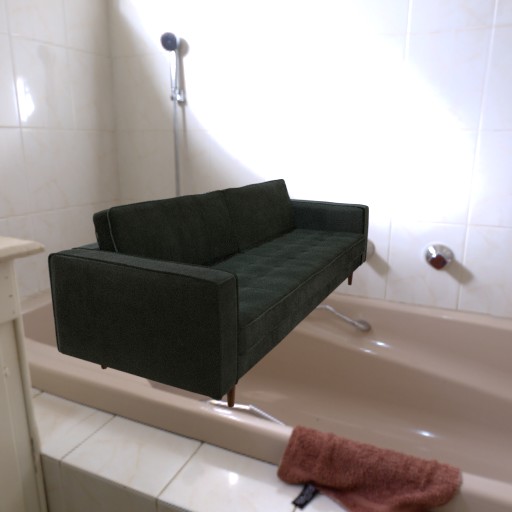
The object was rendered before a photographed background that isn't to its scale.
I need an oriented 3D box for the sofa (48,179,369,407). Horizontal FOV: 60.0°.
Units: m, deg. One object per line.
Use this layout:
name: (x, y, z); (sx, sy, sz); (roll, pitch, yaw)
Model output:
sofa: (0.000, 0.000, 2.648); (0.886, 0.781, 2.214); (7, 16, 26)
